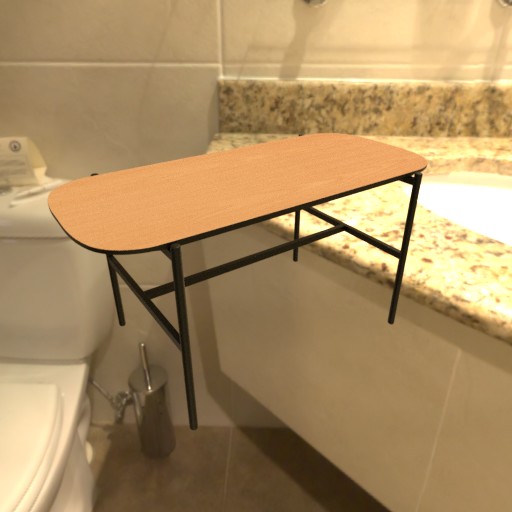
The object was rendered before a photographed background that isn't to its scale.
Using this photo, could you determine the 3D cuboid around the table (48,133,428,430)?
[{"bbox_3d":[0.000,0.000,1.029,0.800,0.400,0.400,-19,35,-30],"label":"table"}]
